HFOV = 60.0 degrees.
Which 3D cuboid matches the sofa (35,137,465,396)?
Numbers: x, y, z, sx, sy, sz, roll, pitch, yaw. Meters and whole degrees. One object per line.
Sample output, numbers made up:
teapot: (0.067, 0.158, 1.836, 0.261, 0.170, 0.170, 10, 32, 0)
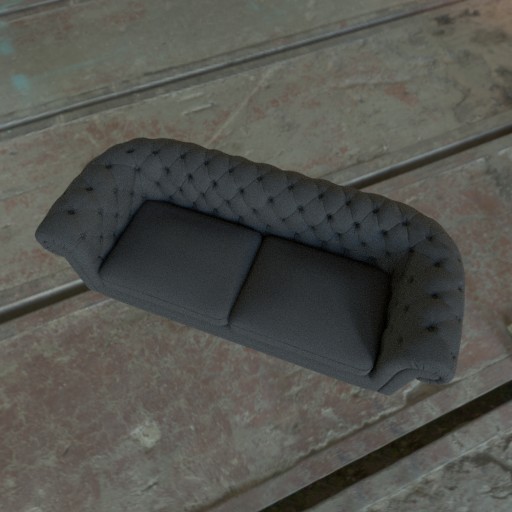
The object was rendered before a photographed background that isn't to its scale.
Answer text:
sofa: (0.000, 0.000, 2.758, 2.362, 0.762, 0.991, 18, 61, 10)
